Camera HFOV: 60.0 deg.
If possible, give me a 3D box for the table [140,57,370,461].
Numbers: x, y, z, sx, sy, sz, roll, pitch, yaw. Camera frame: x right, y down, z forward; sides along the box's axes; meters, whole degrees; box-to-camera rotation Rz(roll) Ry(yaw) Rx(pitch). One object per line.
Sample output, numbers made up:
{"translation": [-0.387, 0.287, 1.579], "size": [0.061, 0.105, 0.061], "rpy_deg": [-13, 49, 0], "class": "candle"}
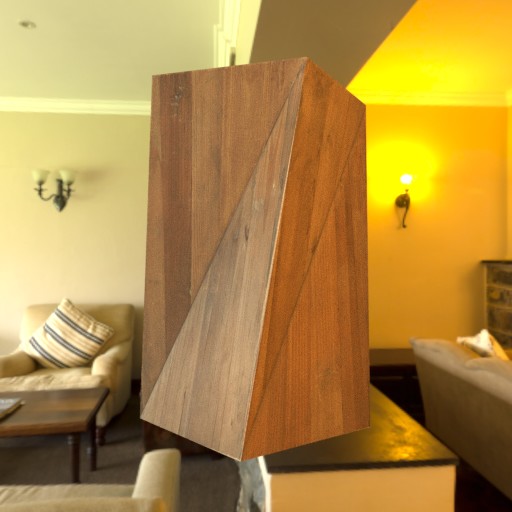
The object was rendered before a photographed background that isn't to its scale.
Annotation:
{"translation": [0.000, 0.000, 0.878], "size": [0.441, 0.604, 0.425], "rpy_deg": [0, 0, 35], "class": "table"}
